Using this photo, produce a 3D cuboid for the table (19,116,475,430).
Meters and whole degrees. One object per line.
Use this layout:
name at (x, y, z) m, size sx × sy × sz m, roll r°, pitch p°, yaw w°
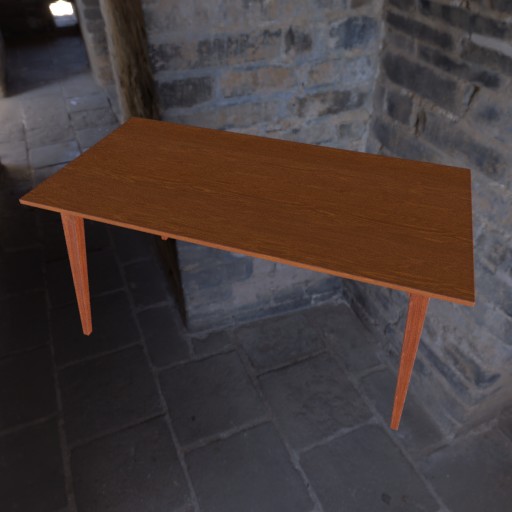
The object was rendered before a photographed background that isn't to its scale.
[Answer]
table at (0.000, 0.000, 1.998) m, size 1.609 × 0.755 × 0.811 m, roll 13°, pitch 42°, yaw 15°
